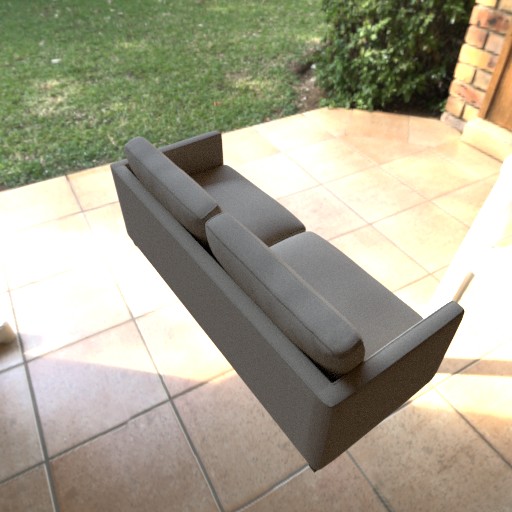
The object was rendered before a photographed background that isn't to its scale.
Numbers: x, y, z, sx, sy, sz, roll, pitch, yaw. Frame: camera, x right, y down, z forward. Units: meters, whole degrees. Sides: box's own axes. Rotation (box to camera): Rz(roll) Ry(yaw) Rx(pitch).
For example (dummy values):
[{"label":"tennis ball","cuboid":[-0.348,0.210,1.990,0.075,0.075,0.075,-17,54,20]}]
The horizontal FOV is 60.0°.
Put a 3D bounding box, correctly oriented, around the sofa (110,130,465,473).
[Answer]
[{"label":"sofa","cuboid":[0.000,0.000,2.875,0.951,0.968,2.361,-26,49,-25]}]
